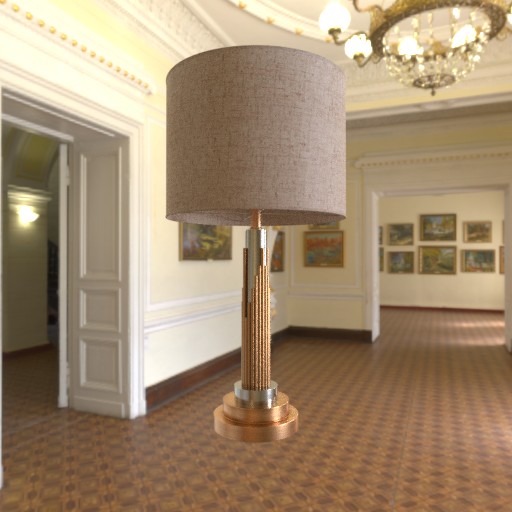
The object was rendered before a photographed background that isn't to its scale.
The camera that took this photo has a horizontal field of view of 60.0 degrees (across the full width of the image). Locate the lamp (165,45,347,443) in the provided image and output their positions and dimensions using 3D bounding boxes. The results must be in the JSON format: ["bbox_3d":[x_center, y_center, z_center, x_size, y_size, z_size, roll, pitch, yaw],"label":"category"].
[{"bbox_3d":[0.000,0.000,0.801,0.321,0.610,0.321,0,-1,35],"label":"lamp"}]
